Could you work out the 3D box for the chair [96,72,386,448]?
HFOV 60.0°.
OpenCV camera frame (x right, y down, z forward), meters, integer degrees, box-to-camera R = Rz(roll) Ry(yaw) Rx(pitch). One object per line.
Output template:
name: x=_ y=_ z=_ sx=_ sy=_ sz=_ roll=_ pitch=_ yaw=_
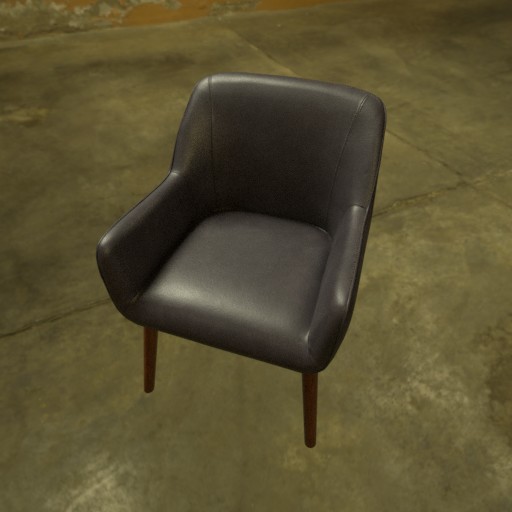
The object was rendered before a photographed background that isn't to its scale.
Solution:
chair: x=0.000 y=0.000 z=1.268 sx=0.610 sy=0.828 sz=0.610 roll=13 pitch=42 yaw=15
